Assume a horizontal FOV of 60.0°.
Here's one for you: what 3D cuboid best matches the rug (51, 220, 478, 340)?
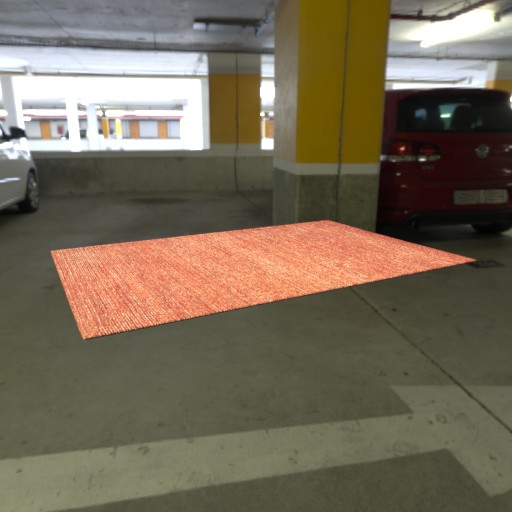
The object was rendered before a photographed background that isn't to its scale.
[{"bbox_3d":[0.000,0.000,2.157,1.747,0.011,1.139,-8,17,-27],"label":"rug"}]
